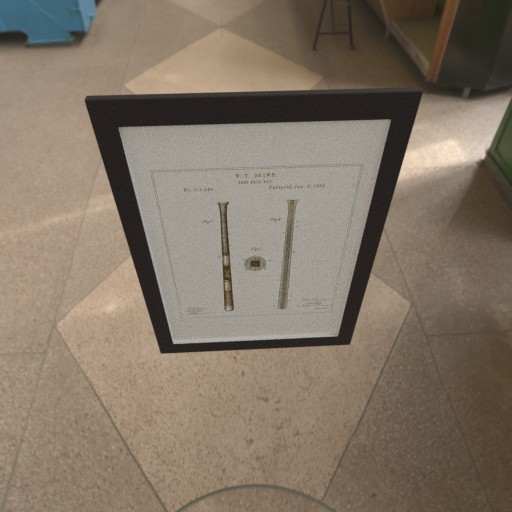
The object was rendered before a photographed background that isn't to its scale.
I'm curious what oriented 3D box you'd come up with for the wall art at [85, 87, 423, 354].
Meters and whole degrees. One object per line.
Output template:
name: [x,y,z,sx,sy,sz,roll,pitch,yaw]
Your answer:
wall art: [0.000,0.000,0.685,0.374,0.529,0.012,-2,47,-2]
